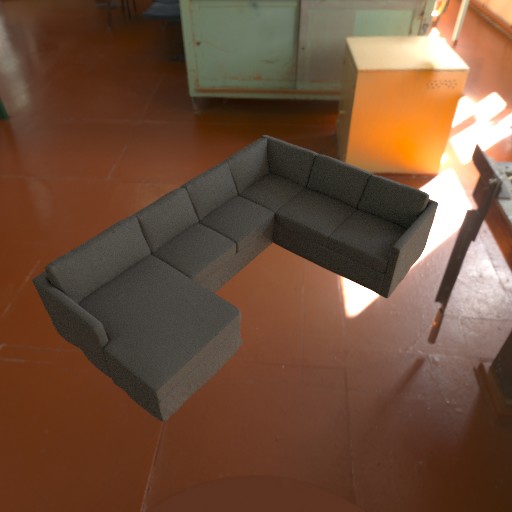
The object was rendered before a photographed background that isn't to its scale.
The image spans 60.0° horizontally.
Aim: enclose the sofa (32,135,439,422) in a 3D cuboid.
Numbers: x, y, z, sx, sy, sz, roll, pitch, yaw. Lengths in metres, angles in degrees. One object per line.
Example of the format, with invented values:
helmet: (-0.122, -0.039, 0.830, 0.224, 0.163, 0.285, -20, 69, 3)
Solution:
sofa: (0.000, 0.000, 4.609, 2.476, 0.878, 3.528, 28, 49, 28)
